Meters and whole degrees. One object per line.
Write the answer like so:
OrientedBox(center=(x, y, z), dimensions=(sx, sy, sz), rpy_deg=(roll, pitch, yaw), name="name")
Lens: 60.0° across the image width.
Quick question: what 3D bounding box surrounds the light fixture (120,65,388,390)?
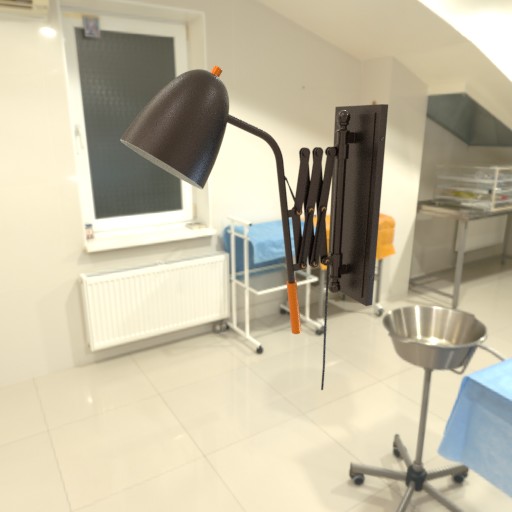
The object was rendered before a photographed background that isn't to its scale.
OrientedBox(center=(0.000, 0.000, 0.910), dimensions=(0.499, 0.715, 0.162), rpy_deg=(-8, 18, -24), name="light fixture")
